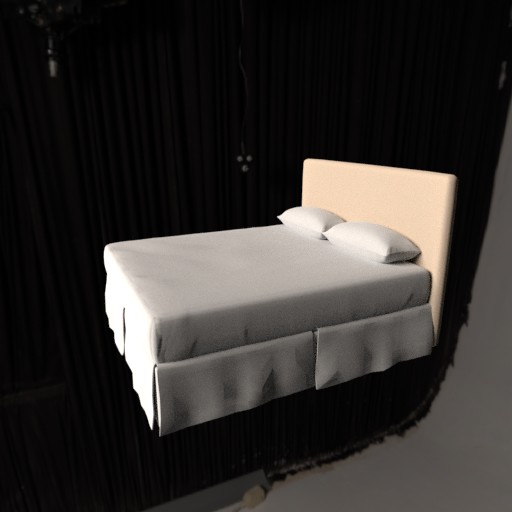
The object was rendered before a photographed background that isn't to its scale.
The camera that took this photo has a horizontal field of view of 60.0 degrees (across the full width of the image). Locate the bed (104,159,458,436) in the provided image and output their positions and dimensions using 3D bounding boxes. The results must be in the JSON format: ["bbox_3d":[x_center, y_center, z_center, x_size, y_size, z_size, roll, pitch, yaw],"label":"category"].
[{"bbox_3d":[0.000,0.000,3.440,2.142,1.330,1.884,-8,18,-25],"label":"bed"}]
